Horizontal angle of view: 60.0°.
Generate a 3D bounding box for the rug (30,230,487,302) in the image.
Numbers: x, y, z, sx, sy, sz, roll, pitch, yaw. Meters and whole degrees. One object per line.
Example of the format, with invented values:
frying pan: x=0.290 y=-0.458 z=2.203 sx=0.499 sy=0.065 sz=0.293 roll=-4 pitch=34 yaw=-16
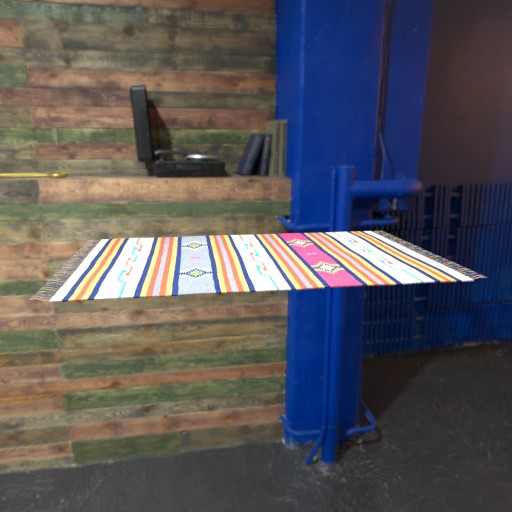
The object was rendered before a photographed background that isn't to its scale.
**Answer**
rug: x=0.000 y=0.000 z=2.250 sx=1.849 sy=0.013 sz=1.084 roll=-2 pitch=14 yaw=-9
